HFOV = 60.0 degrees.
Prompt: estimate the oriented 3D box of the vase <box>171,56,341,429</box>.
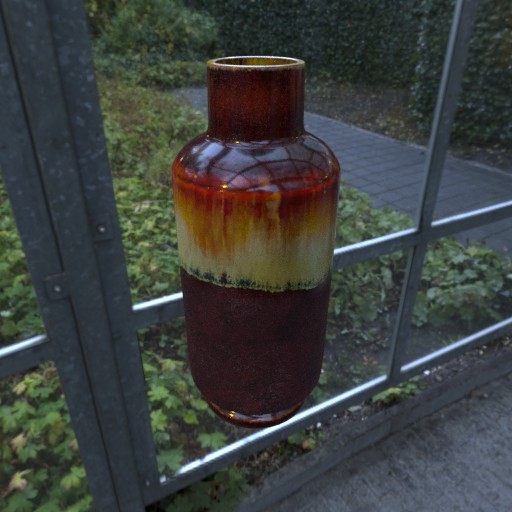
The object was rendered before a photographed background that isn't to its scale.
[{"bbox_3d":[0.000,0.000,0.322,0.111,0.261,0.111,0,29,0],"label":"vase"}]
